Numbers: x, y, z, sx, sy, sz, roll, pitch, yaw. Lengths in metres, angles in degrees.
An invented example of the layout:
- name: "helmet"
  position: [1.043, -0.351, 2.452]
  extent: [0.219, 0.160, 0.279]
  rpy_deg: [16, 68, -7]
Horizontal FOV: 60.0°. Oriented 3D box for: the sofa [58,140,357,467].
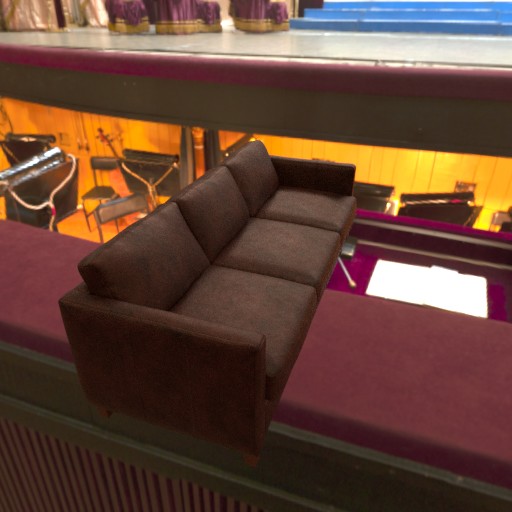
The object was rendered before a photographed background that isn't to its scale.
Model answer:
- name: "sofa"
  position: [0.000, 0.000, 2.996]
  extent: [1.045, 1.006, 2.464]
  rpy_deg: [10, 31, 17]
